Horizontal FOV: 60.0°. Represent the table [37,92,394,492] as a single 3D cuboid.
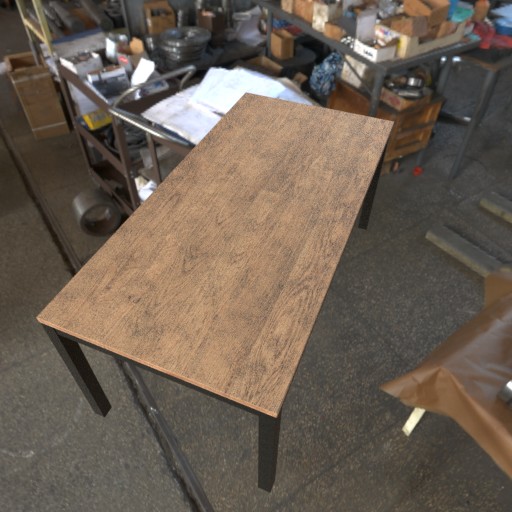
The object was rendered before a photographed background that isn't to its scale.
[{"bbox_3d":[0.000,0.000,2.267,0.893,0.767,1.805,17,49,16],"label":"table"}]
